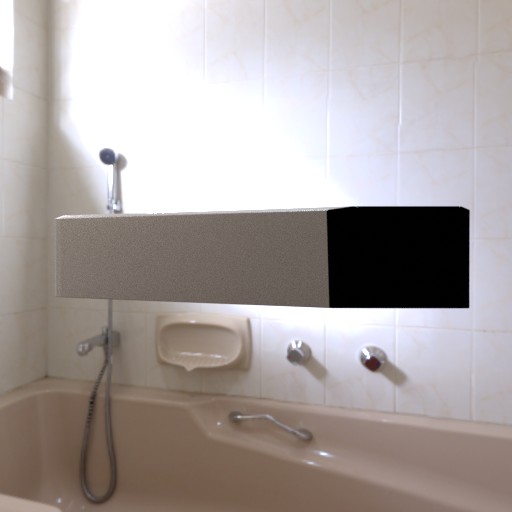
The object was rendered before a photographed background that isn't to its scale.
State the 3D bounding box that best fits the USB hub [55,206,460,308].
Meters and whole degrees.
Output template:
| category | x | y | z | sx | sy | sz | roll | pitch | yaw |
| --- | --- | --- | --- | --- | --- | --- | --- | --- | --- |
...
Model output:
| category | x | y | z | sx | sy | sz | roll | pitch | yaw |
| --- | --- | --- | --- | --- | --- | --- | --- | --- | --- |
| USB hub | 0.000 | 0.000 | 0.129 | 0.110 | 0.023 | 0.044 | 0 | 1 | 19 |
